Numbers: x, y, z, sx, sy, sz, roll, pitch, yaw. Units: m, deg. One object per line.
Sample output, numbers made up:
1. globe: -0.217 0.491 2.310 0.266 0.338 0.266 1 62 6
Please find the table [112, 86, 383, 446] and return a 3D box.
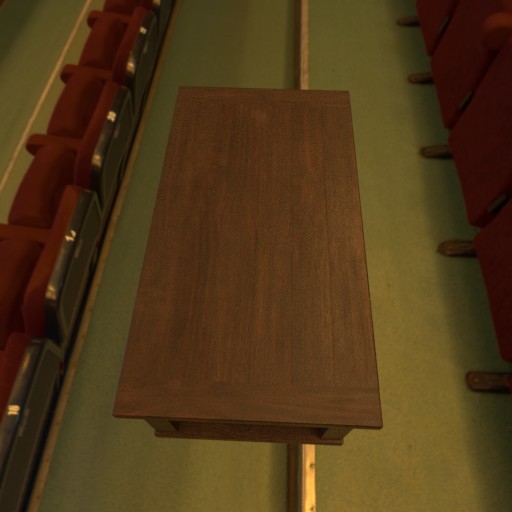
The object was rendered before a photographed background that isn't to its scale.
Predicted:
1. table: 0.000 0.000 1.645 0.700 0.494 1.270 2 58 1
